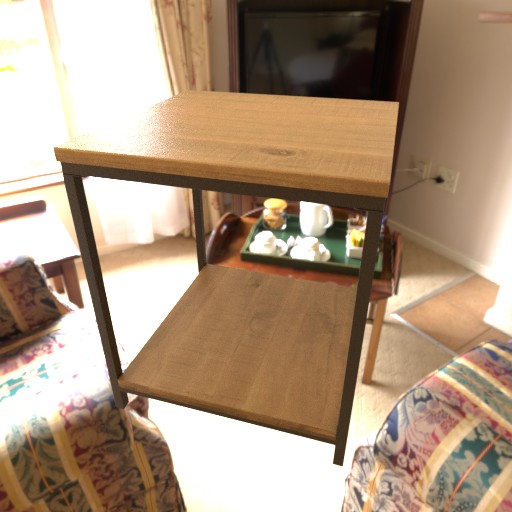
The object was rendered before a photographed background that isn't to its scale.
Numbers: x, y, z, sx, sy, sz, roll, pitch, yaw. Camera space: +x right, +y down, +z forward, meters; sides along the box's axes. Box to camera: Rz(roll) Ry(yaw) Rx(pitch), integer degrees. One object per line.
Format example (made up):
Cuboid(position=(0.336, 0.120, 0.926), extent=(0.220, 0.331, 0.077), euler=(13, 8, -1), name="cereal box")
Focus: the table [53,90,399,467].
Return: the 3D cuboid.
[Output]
Cuboid(position=(0.000, 0.000, 0.981), extent=(0.507, 0.589, 0.503), euler=(9, 32, 14), name="table")
